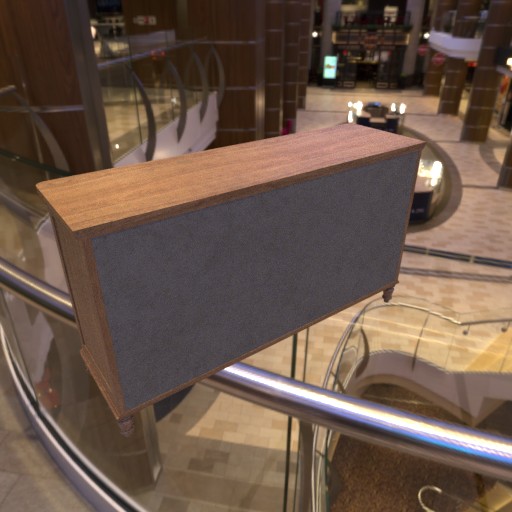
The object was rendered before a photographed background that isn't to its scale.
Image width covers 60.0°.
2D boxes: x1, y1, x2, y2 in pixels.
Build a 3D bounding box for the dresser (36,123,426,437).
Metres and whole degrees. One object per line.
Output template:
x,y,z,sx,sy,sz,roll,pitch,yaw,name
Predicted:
0.000,0.000,2.007,1.583,0.892,0.468,-20,35,-31,dresser
